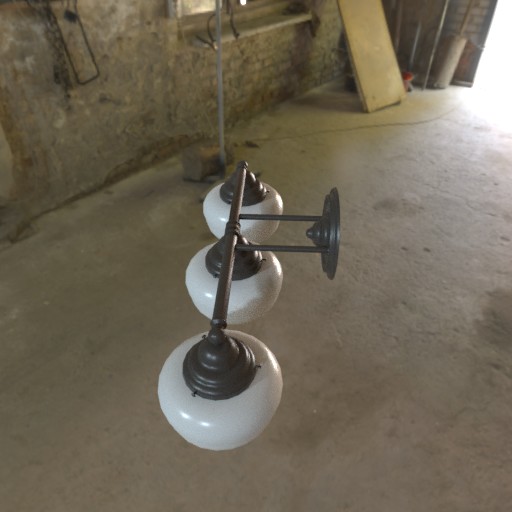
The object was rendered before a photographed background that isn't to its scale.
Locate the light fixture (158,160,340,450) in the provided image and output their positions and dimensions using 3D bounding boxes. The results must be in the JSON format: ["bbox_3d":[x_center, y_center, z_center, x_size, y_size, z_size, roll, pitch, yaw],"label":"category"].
[{"bbox_3d":[0.000,0.000,0.722,0.239,0.242,0.587,2,40,2],"label":"light fixture"}]
